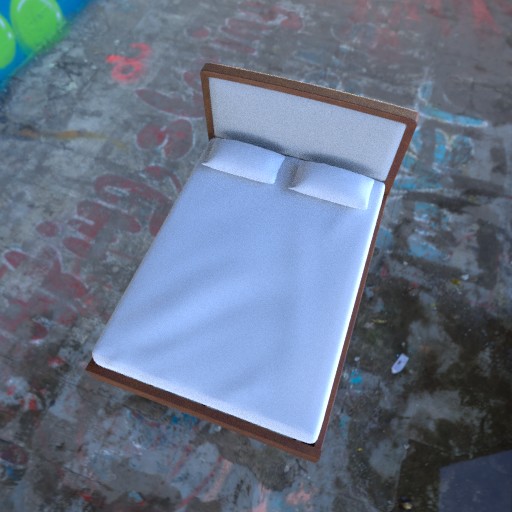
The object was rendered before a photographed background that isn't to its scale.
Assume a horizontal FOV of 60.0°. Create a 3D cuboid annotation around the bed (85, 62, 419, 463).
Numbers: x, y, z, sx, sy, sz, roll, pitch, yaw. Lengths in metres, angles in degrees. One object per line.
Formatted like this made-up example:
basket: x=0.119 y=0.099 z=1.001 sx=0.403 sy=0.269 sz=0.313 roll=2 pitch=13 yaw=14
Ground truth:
bed: x=0.000 y=0.000 z=3.141 sx=1.587 sy=1.275 sz=2.196 roll=17 pitch=61 yaw=10
